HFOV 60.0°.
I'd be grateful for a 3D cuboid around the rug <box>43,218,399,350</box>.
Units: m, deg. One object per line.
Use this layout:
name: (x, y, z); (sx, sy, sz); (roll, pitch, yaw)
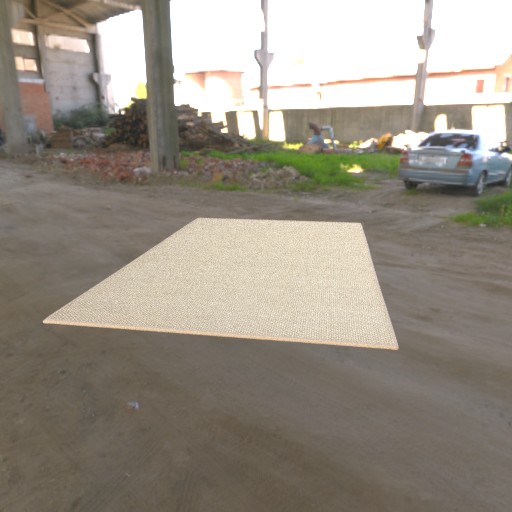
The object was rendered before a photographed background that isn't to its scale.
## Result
rug: (0.000, 0.000, 2.079); (1.067, 0.013, 1.676); (3, 16, 9)
